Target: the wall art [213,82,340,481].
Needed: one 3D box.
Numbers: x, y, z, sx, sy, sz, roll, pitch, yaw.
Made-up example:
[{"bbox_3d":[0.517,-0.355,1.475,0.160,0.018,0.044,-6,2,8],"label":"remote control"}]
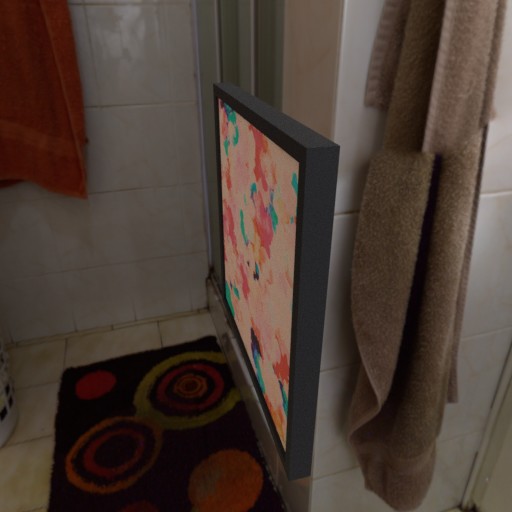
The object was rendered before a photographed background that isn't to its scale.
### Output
[{"bbox_3d":[0.000,0.000,0.767,0.036,0.503,0.506,-7,29,-13],"label":"wall art"}]
